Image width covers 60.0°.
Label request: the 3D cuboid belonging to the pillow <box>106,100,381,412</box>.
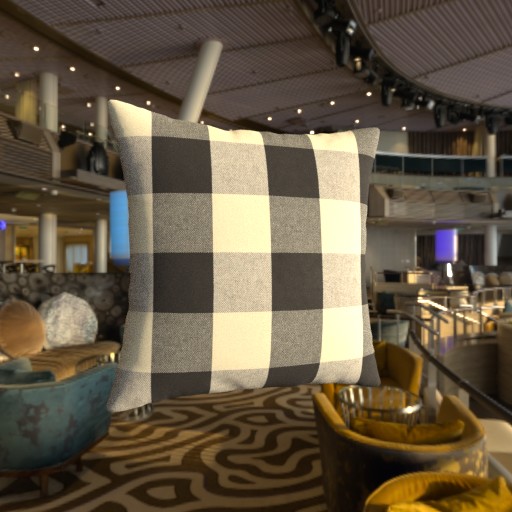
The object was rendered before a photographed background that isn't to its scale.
[{"bbox_3d":[0.000,0.000,0.797,0.511,0.509,0.161,0,-1,-18],"label":"pillow"}]
